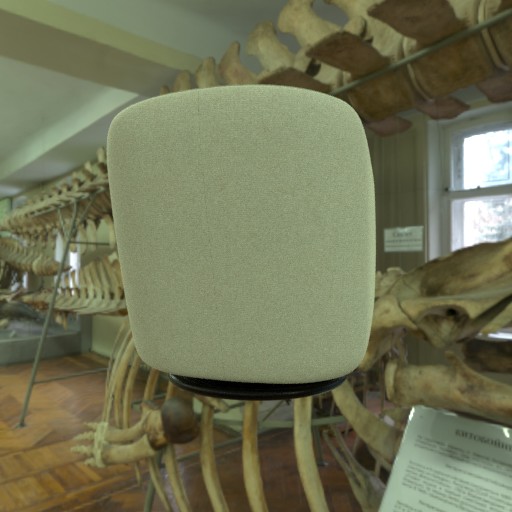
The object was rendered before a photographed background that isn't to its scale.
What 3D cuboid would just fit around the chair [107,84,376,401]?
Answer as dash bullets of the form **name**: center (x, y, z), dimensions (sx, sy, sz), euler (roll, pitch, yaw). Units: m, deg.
- **chair**: center (0.000, 0.000, 1.596), dimensions (0.822, 0.861, 0.986), euler (0, -1, 17)
